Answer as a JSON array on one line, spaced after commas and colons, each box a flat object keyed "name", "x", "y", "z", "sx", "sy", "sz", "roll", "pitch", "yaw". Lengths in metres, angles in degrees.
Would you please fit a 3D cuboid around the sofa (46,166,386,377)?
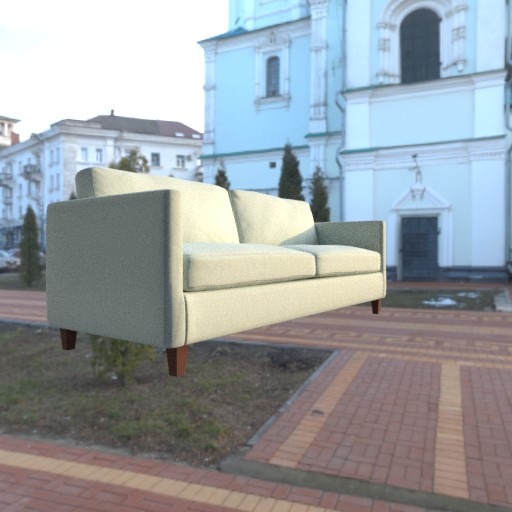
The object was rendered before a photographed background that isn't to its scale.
[{"name": "sofa", "x": 0.000, "y": 0.000, "z": 2.974, "sx": 0.948, "sy": 0.965, "sz": 2.434, "roll": 1, "pitch": 1, "yaw": 36}]
